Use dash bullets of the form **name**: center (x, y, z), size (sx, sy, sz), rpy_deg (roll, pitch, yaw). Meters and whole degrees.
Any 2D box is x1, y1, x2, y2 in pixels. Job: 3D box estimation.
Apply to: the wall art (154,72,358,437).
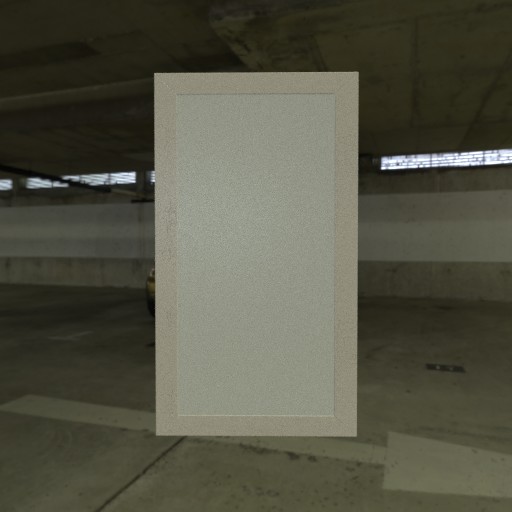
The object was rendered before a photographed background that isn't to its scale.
- **wall art**: center (0.000, 0.000, 0.839), size (0.380, 0.683, 0.013), rpy_deg (0, 1, 1)
